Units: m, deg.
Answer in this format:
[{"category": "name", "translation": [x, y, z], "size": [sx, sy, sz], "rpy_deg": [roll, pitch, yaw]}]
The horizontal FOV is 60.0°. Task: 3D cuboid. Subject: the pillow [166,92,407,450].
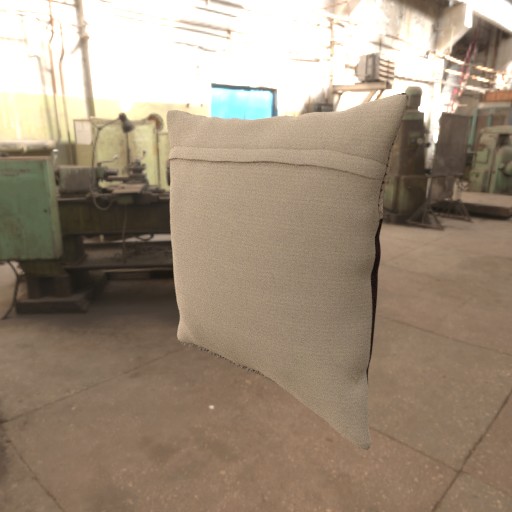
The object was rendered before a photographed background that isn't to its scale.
[{"category": "pillow", "translation": [0.000, 0.000, 0.718], "size": [0.178, 0.473, 0.475], "rpy_deg": [-15, 21, -42]}]
